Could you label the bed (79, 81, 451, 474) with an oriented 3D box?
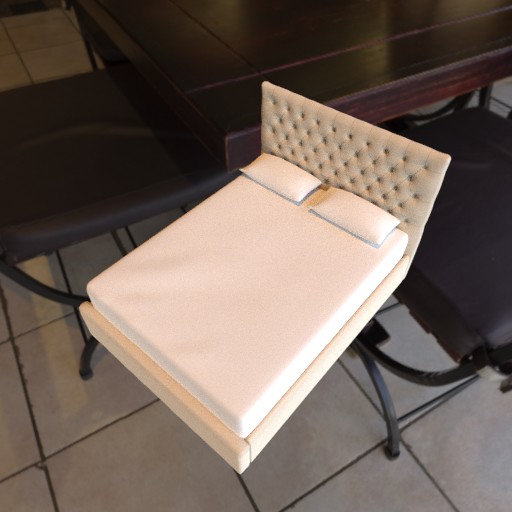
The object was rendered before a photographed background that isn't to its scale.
[{"bbox_3d":[0.000,0.000,3.376,1.696,1.426,2.233,33,55,26],"label":"bed"}]
